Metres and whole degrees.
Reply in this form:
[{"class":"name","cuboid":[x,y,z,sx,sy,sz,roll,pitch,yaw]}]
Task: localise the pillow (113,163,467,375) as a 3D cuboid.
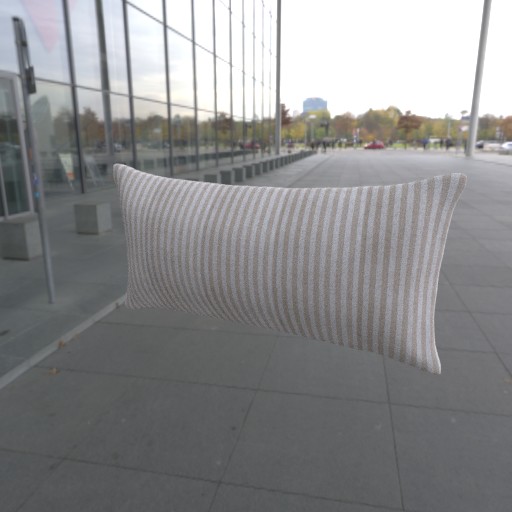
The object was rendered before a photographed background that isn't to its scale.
[{"class":"pillow","cuboid":[0.000,0.000,0.749,0.617,0.295,0.151,7,16,26]}]
